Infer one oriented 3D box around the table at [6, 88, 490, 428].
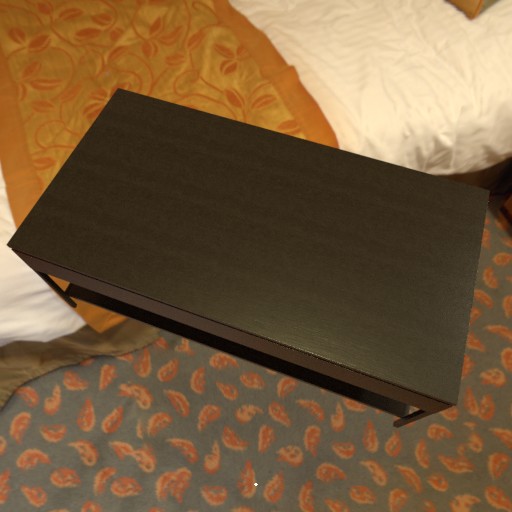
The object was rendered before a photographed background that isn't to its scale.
[{"bbox_3d":[0.000,0.000,1.317,1.095,0.435,0.574,18,64,9],"label":"table"}]
